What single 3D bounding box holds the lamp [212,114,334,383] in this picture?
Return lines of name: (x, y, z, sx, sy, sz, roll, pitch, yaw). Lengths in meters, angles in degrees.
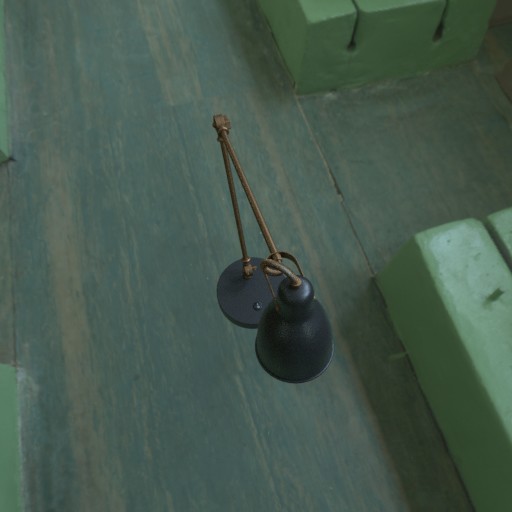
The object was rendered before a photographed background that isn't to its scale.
lamp: (0.000, 0.000, 0.901, 0.187, 0.587, 0.561, -15, 65, -7)
